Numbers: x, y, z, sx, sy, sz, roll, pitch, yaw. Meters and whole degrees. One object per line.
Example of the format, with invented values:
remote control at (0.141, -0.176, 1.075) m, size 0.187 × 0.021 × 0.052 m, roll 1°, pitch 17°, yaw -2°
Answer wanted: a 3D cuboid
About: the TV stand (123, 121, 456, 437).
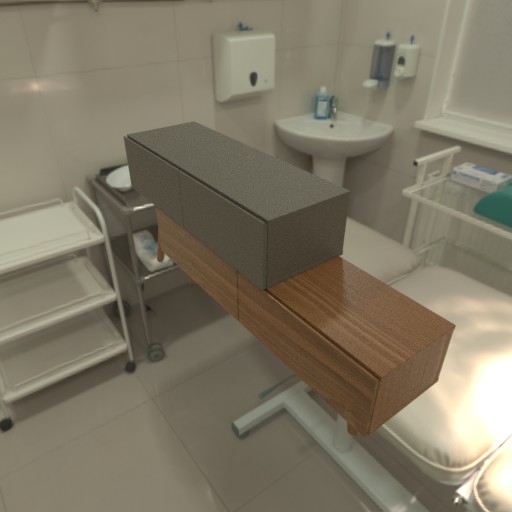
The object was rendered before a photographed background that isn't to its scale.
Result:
TV stand at (0.000, 0.000, 1.565) m, size 0.329 × 0.591 × 1.336 m, roll -22°, pitch 39°, yaw -30°
